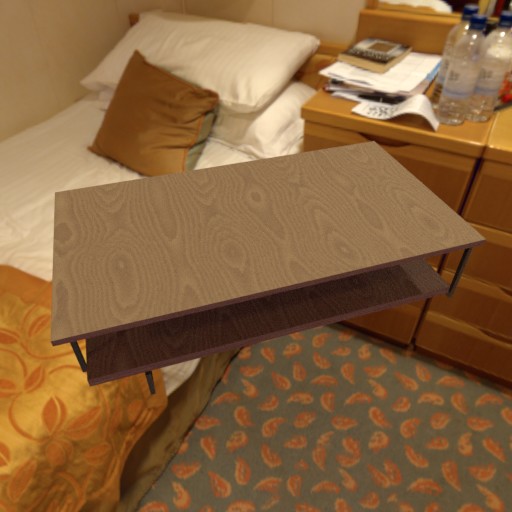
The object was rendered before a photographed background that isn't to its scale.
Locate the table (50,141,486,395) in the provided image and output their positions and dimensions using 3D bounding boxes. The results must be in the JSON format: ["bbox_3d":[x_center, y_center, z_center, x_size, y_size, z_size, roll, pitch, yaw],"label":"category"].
[{"bbox_3d":[0.000,0.000,1.496,1.197,0.347,0.651,-12,43,-13],"label":"table"}]
